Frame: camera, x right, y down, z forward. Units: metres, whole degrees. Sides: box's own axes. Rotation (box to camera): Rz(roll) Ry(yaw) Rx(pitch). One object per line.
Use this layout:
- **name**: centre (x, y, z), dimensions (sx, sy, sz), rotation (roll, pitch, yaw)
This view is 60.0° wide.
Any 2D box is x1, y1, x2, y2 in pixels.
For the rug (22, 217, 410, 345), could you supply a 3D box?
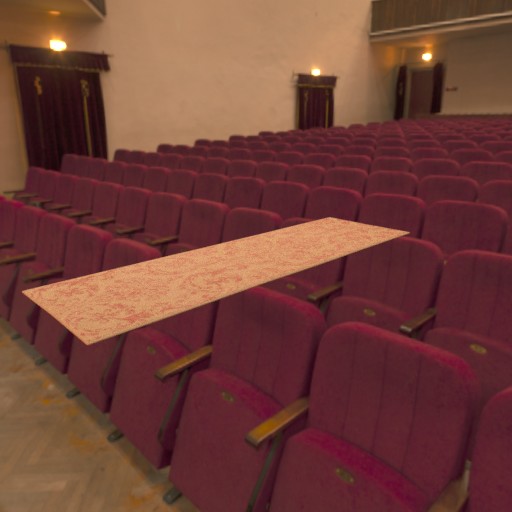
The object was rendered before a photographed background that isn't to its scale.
- **rug**: centre (0.000, 0.000, 2.429), dimensions (2.196, 0.011, 0.662), rotation (-16, 23, -42)
